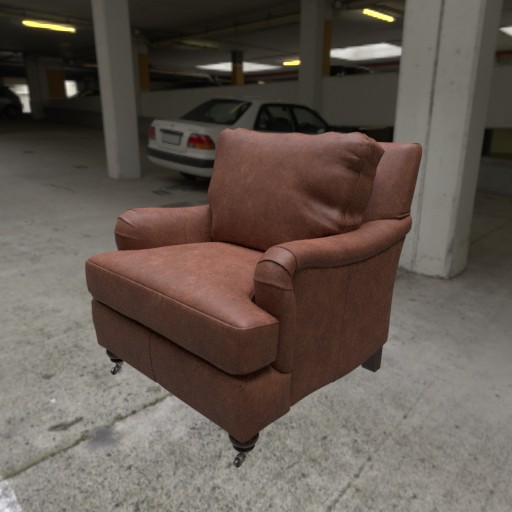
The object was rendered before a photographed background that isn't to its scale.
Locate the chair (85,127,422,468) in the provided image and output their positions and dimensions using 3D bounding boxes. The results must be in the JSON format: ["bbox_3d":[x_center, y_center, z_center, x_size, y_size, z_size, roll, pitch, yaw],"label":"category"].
[{"bbox_3d":[0.000,0.000,1.916,0.986,1.055,1.158,16,23,41],"label":"chair"}]
